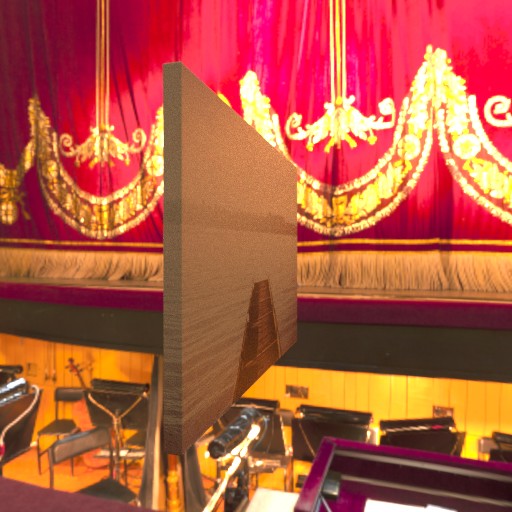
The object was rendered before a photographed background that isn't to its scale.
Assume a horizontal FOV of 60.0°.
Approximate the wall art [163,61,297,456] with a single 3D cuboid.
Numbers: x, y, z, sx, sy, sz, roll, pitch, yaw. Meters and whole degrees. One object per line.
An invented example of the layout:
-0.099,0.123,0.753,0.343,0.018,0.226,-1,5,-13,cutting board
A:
0.000,0.000,0.757,0.021,0.410,0.615,0,1,17,wall art
